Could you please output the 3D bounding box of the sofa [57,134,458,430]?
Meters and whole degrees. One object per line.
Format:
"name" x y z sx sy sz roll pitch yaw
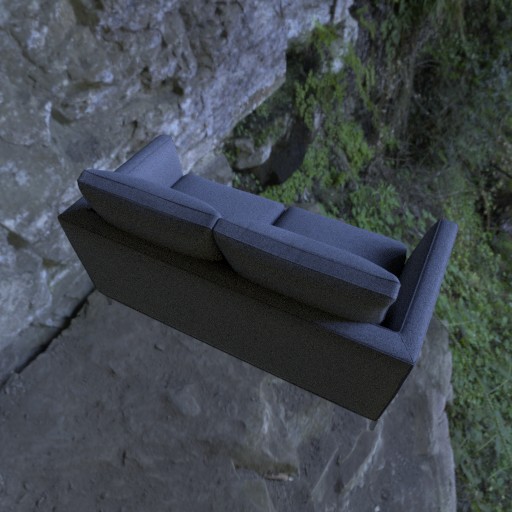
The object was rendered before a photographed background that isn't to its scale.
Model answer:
"sofa" 0.000 0.000 2.107 1.594 0.924 0.803 21 50 19
